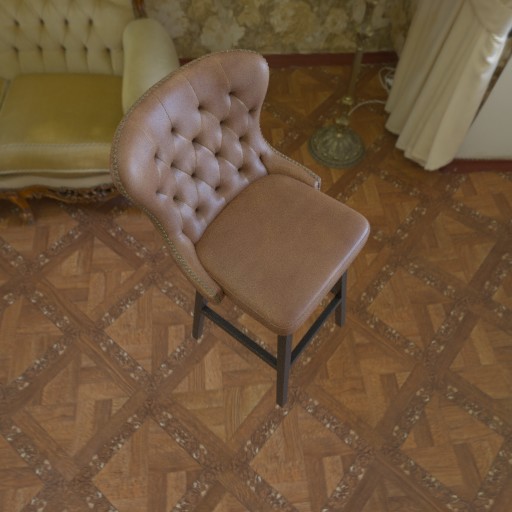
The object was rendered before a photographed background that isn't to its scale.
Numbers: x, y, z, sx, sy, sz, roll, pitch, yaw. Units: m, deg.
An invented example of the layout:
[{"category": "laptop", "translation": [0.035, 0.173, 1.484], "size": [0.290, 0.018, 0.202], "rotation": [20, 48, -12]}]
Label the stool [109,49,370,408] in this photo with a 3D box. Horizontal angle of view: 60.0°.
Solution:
[{"category": "stool", "translation": [0.000, 0.000, 1.410], "size": [0.601, 1.050, 0.528], "rotation": [34, 65, 18]}]
